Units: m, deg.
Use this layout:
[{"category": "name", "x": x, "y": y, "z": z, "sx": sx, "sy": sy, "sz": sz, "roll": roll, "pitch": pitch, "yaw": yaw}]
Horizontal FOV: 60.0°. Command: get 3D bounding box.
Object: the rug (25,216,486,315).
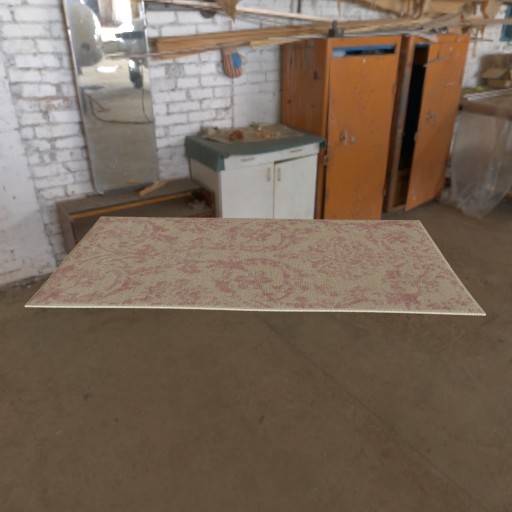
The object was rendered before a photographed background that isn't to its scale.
[{"category": "rug", "x": 0.000, "y": 0.000, "z": 1.432, "sx": 1.219, "sy": 0.007, "sz": 0.604, "roll": 1, "pitch": 28, "yaw": 2}]
